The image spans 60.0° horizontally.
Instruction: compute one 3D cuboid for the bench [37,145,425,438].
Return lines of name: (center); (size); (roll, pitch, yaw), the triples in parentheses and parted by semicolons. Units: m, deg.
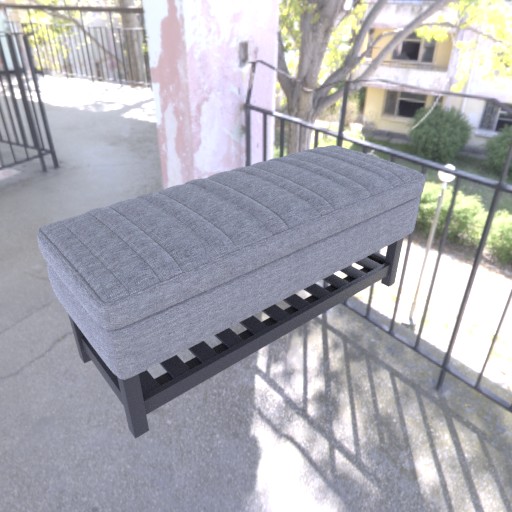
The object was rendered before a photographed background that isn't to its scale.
bench: (0.000, 0.000, 1.351); (1.100, 0.470, 0.429); (-23, 38, -33)
